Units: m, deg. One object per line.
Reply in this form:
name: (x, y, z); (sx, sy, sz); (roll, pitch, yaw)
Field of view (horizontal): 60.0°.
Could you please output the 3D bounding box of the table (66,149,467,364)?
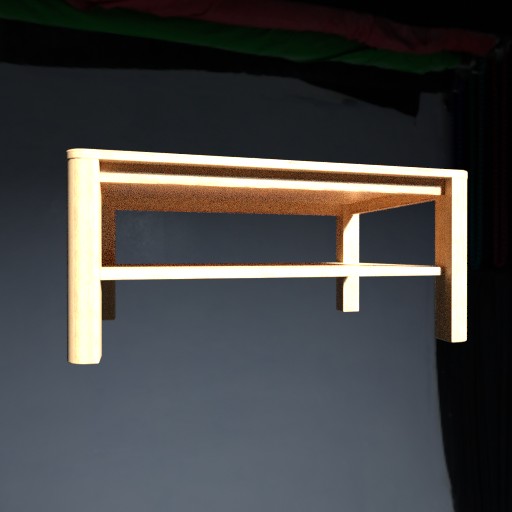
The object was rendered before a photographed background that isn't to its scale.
table: (0.000, 0.000, 1.366); (0.997, 0.445, 0.696); (0, 0, -15)
